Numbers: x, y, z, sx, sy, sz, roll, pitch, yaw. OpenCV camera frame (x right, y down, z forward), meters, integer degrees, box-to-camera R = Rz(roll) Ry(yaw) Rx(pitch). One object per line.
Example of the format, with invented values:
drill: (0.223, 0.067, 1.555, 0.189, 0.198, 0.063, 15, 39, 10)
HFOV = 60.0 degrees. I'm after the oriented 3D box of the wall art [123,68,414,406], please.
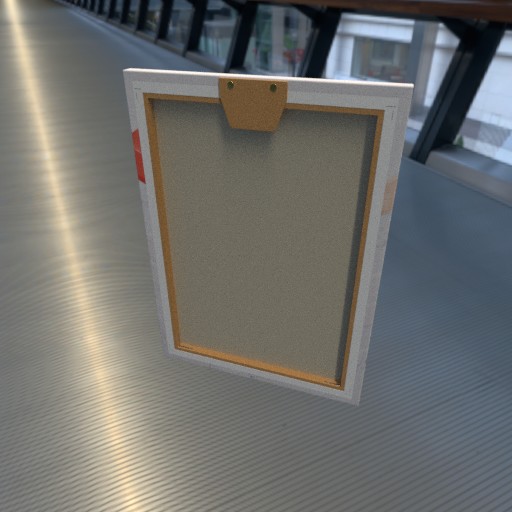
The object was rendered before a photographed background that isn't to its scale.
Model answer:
wall art: (0.000, 0.000, 1.116, 0.613, 0.848, 0.036, 10, 32, 16)
